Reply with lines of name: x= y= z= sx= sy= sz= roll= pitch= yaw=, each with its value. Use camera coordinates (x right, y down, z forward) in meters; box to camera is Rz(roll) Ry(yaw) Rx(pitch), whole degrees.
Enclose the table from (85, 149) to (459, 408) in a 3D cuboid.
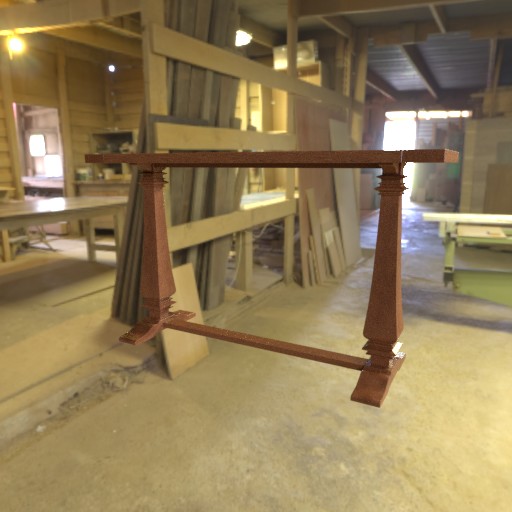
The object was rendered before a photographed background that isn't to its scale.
table: x=0.000 y=0.000 z=1.890 sx=1.478 sy=0.852 sz=0.461 roll=6 pitch=13 yaw=28
